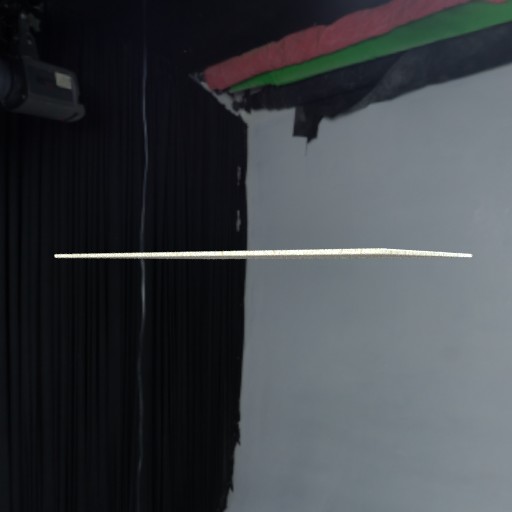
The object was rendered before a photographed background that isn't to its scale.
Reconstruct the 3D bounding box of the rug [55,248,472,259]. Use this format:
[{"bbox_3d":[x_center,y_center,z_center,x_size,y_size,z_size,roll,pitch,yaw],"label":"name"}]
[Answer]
[{"bbox_3d":[0.000,0.000,3.403,2.698,0.025,1.798,-1,-1,37],"label":"rug"}]
